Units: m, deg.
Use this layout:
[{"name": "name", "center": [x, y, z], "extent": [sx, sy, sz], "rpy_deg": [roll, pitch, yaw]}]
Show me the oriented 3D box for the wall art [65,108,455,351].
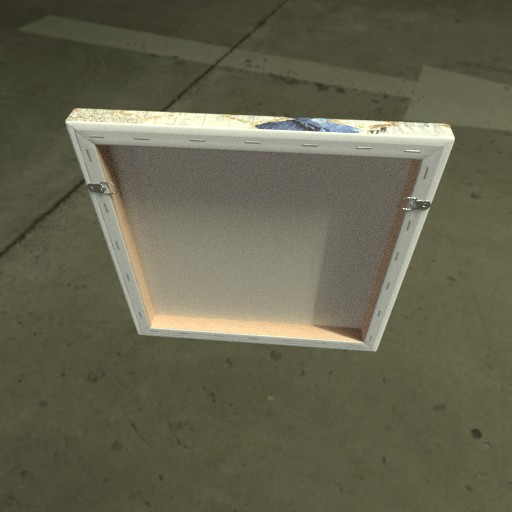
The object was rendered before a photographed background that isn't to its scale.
[{"name": "wall art", "center": [0.000, 0.000, 0.765], "extent": [0.507, 0.508, 0.038], "rpy_deg": [3, 47, 3]}]
